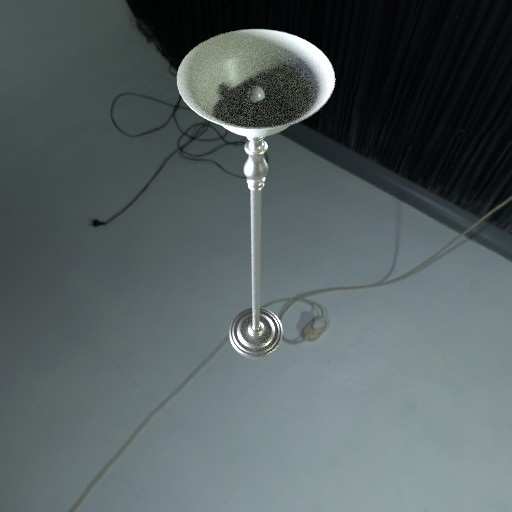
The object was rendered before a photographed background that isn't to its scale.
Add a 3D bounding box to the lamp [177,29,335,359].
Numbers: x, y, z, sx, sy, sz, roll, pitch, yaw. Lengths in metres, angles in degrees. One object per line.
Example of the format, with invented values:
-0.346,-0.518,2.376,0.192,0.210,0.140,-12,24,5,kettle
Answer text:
0.000,0.000,1.894,0.405,1.771,0.405,29,63,17,lamp
